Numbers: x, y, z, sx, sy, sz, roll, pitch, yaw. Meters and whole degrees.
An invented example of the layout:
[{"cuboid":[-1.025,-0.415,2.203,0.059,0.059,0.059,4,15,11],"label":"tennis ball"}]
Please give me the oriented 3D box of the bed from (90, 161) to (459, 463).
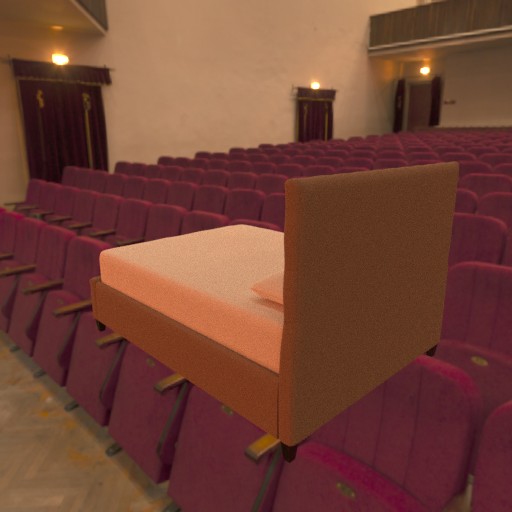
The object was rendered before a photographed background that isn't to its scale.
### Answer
[{"cuboid":[0.000,0.000,3.353,1.696,1.426,2.233,-15,21,-42],"label":"bed"}]
